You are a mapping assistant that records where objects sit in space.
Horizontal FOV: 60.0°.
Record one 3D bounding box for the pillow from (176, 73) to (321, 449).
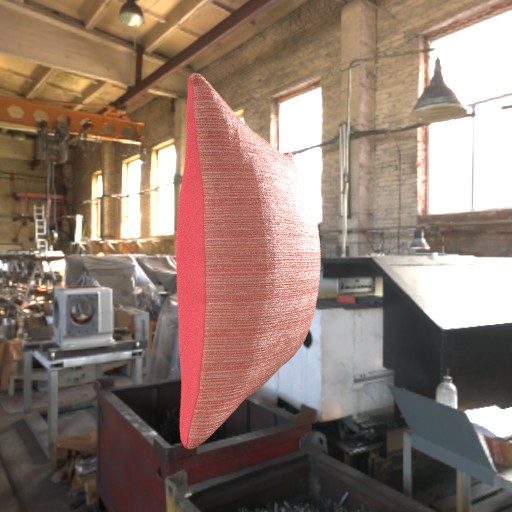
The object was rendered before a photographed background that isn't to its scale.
[{"bbox_3d":[0.000,0.000,0.834,0.229,0.501,0.559,0,0,18],"label":"pillow"}]
